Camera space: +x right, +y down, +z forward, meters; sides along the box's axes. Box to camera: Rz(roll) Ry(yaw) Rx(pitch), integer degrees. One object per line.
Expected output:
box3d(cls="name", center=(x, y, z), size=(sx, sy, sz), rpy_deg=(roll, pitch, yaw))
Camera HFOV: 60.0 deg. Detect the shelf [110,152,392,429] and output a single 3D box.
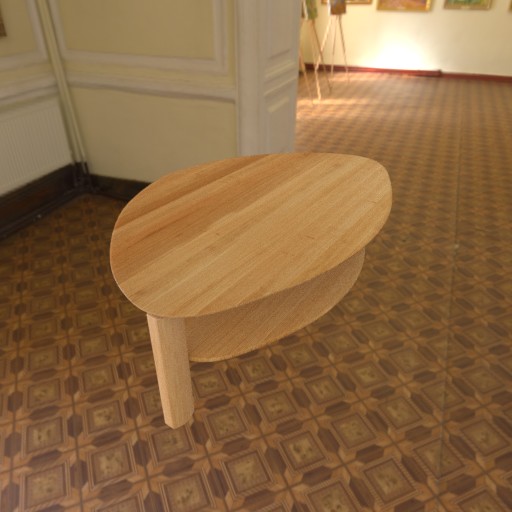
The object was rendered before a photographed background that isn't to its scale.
box3d(cls="shelf", center=(0.000, 0.000, 1.631), size=(0.845, 0.440, 1.246), rpy_deg=(21, 38, 29))
